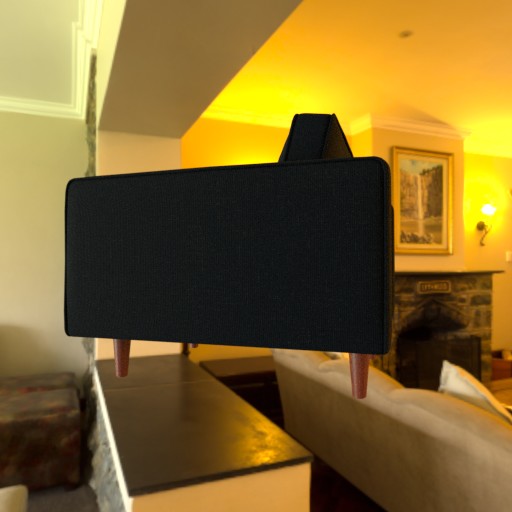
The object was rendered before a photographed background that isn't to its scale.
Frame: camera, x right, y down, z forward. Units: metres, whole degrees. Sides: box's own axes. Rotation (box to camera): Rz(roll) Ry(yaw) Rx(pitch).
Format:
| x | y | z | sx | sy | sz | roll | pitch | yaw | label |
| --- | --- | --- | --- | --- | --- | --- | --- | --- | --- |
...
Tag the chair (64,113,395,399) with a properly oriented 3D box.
| x | y | z | sx | sy | sz | roll | pitch | yaw | label |
| --- | --- | --- | --- | --- | --- | --- | --- | --- | --- |
| 0.000 | 0.000 | 1.551 | 0.920 | 0.770 | 0.899 | 0 | -1 | 18 | chair |
